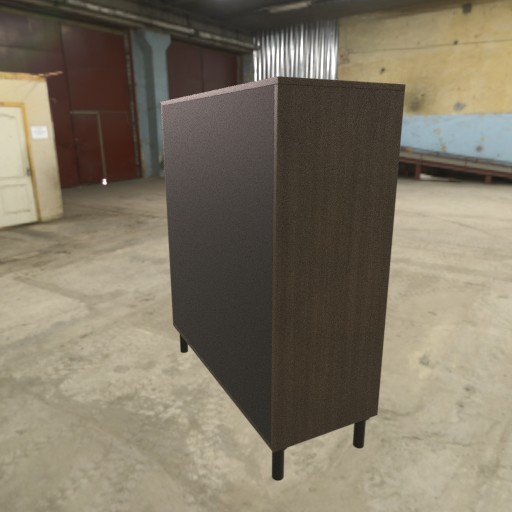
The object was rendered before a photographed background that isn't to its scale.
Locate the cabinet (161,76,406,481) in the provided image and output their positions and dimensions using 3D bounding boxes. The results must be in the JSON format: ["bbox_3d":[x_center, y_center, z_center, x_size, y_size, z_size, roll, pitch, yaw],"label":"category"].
[{"bbox_3d":[0.000,0.000,1.709,0.400,1.170,1.010,-8,17,-26],"label":"cabinet"}]
